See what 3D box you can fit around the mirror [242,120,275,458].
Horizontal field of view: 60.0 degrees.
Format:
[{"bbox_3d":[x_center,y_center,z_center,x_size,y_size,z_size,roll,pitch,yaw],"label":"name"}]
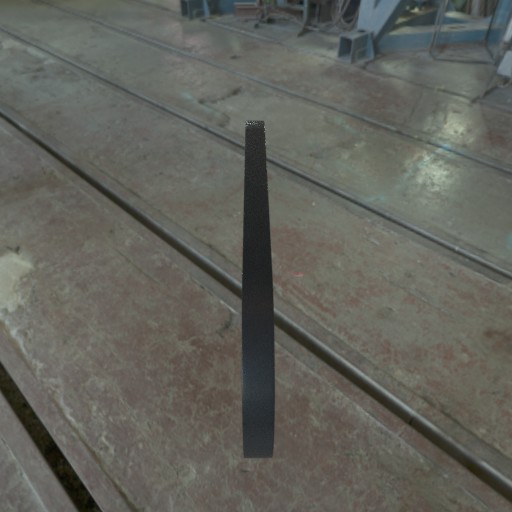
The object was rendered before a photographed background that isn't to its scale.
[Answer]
[{"bbox_3d":[0.000,0.000,0.669,0.032,0.254,0.584,0,42,0],"label":"mirror"}]
